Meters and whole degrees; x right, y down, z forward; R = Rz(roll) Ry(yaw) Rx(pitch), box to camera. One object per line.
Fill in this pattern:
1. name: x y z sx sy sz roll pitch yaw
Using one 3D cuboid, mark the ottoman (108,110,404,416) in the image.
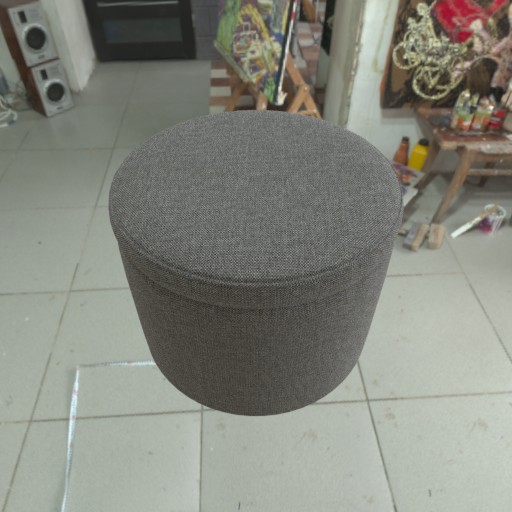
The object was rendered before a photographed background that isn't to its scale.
1. ottoman: 0.000 0.000 0.923 0.520 0.430 0.520 0 45 0
